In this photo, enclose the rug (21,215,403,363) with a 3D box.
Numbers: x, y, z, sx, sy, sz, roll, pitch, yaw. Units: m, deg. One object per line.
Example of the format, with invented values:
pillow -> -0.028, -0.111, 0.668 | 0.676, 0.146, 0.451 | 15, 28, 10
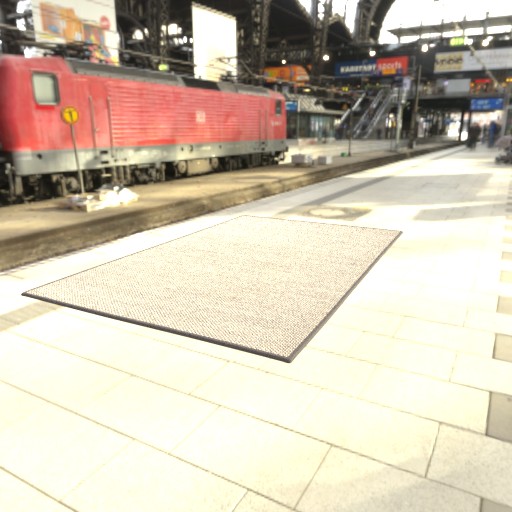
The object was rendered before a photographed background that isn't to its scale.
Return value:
rug -> 0.000, 0.000, 2.087 | 1.067, 0.013, 1.676 | 8, 18, 26
